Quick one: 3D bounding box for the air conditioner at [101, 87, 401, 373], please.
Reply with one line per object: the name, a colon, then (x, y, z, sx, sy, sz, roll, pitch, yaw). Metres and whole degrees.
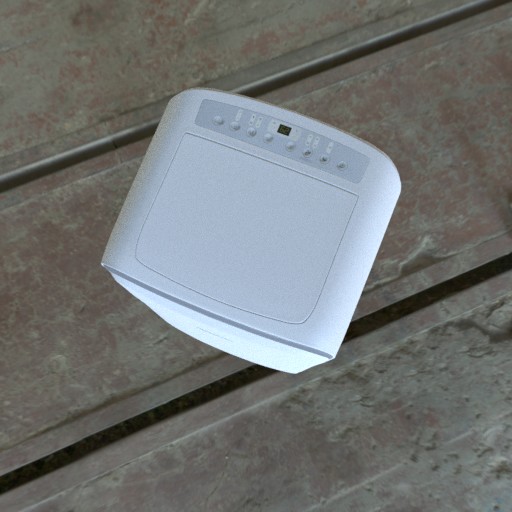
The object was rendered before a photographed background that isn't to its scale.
air conditioner: (0.000, 0.000, 1.076, 0.478, 0.765, 0.467, 21, 77, 5)
